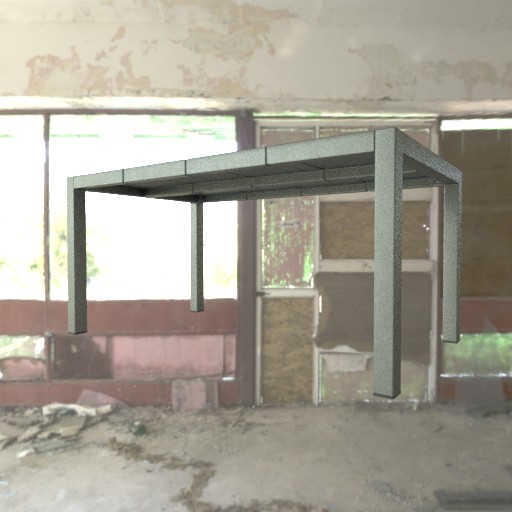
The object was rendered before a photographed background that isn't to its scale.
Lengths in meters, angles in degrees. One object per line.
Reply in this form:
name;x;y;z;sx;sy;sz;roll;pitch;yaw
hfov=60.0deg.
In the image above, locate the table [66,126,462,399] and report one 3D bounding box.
table;0.000;0.000;1.249;0.965;0.460;0.559;1;2;35
